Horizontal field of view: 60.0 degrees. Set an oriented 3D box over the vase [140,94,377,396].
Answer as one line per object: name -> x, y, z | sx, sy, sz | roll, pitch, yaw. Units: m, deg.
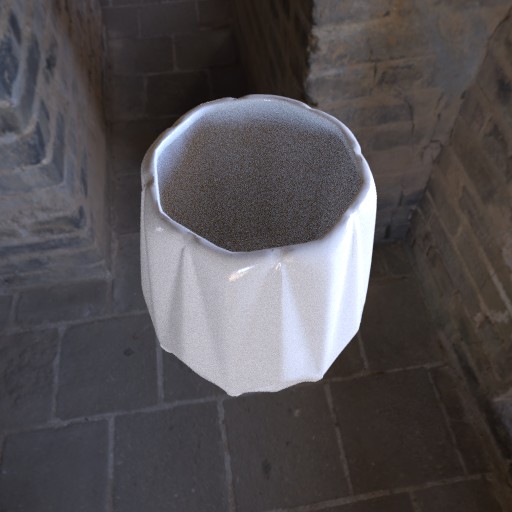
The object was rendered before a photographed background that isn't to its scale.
vase -> 0.000, 0.000, 0.261 | 0.141, 0.152, 0.141 | 0, 58, 0
